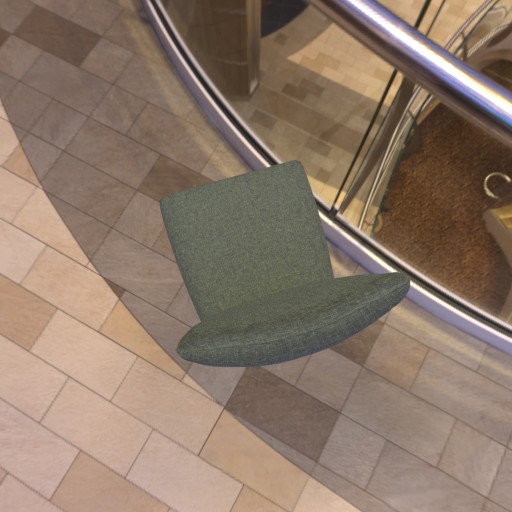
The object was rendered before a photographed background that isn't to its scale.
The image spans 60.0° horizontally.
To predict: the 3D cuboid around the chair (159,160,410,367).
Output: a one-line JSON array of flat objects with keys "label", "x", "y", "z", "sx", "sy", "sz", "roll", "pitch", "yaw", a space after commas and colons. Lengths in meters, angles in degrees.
[{"label": "chair", "x": 0.000, "y": 0.000, "z": 1.295, "sx": 0.480, "sy": 0.931, "sz": 0.635, "roll": -16, "pitch": 75, "yaw": -4}]
